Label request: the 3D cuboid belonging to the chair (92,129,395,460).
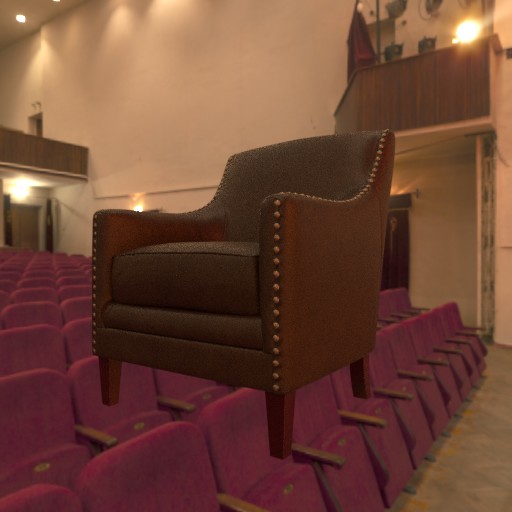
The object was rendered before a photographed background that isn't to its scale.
[{"bbox_3d":[0.000,0.000,1.313,0.639,0.813,0.704,0,0,35],"label":"chair"}]
